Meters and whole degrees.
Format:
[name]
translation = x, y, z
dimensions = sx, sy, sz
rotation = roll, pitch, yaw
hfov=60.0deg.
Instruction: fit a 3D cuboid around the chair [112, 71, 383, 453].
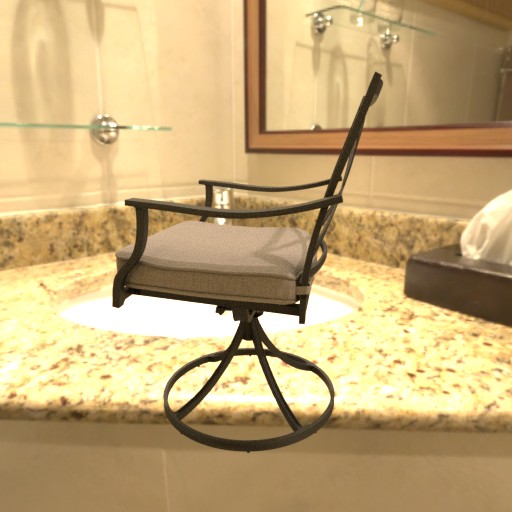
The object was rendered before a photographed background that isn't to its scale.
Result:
[chair]
translation = 0.000, 0.000, 1.252
dimensions = 0.620, 0.889, 0.575
rotation = 3, 15, 10
